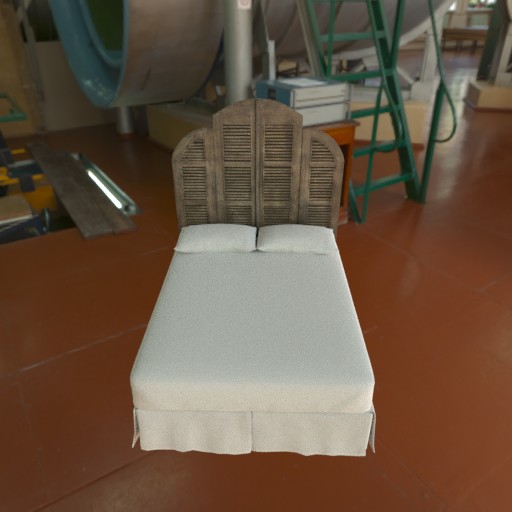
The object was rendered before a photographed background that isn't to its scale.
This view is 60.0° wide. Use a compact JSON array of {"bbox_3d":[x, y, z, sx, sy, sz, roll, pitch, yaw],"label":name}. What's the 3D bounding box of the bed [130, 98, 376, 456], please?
[{"bbox_3d":[0.000,0.000,3.514,1.713,2.019,2.138,1,30,1],"label":"bed"}]
